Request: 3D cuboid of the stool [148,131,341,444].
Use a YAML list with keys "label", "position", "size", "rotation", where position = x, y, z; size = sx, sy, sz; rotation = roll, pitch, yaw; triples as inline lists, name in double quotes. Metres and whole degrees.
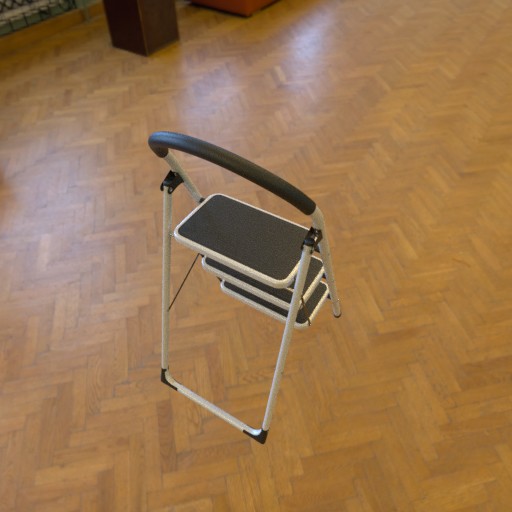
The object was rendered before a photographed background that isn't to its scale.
- label: "stool"
  position: [0.000, 0.000, 1.454]
  size: [0.485, 1.109, 0.676]
  rotation: [24, 52, 21]
